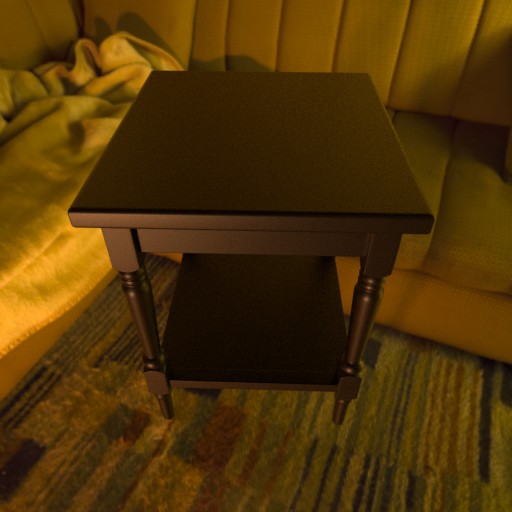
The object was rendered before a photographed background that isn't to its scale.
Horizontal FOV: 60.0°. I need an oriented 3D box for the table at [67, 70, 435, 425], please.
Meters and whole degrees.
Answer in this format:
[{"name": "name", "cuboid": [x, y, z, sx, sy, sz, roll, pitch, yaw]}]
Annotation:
[{"name": "table", "cuboid": [0.000, 0.000, 0.897, 0.442, 0.565, 0.488, 1, 41, 1]}]
